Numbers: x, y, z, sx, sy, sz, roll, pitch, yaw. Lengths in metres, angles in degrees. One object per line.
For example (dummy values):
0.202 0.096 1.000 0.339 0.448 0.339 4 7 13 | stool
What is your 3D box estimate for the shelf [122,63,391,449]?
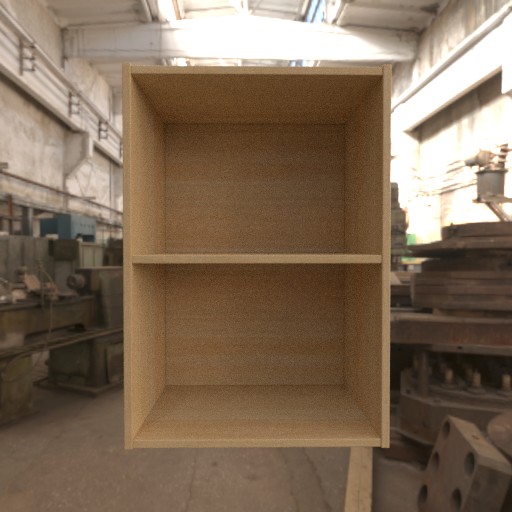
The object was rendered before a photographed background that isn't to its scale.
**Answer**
0.000 0.000 0.825 0.414 0.592 0.290 0 1 -1 | shelf
